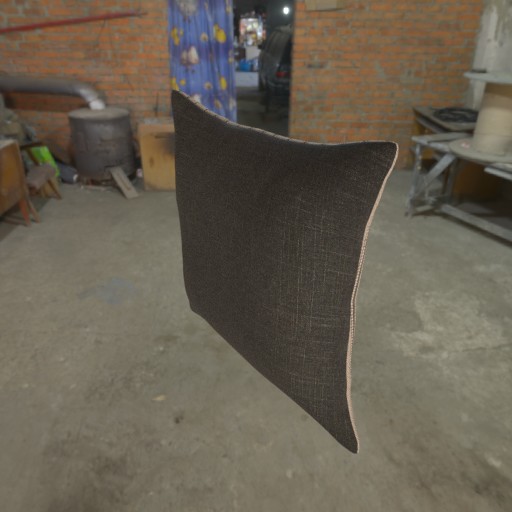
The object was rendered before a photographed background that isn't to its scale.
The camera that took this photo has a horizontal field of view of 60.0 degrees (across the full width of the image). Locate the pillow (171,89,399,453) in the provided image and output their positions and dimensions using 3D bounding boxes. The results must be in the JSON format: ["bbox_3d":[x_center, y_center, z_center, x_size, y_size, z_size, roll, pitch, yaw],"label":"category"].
[{"bbox_3d":[0.000,0.000,0.686,0.138,0.444,0.468,-19,33,-32],"label":"pillow"}]
